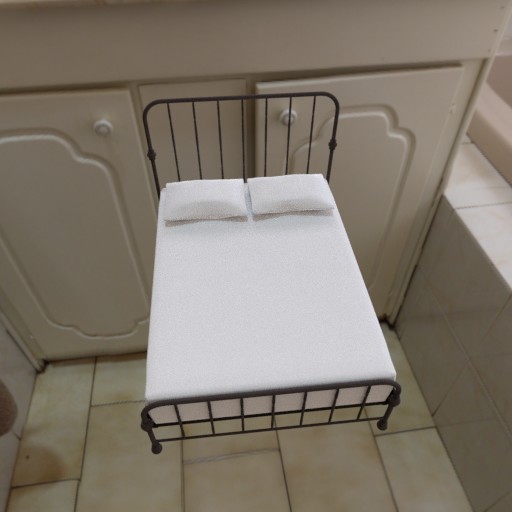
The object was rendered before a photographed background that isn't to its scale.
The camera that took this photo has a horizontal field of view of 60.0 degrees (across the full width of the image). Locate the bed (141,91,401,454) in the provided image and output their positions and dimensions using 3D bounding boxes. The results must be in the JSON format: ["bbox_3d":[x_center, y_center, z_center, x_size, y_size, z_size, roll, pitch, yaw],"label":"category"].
[{"bbox_3d":[0.000,0.000,3.215,1.616,1.446,2.134,-4,46,-4],"label":"bed"}]
